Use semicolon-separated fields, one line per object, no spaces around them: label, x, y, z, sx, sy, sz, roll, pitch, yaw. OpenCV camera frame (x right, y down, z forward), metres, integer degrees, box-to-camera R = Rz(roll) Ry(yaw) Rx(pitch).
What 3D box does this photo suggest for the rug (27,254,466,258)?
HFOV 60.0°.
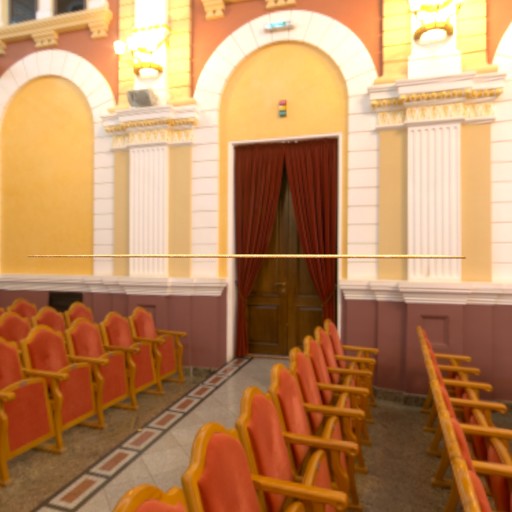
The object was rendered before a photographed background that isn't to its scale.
rug;0.000;0.000;3.020;2.424;0.010;1.511;0;0;18
